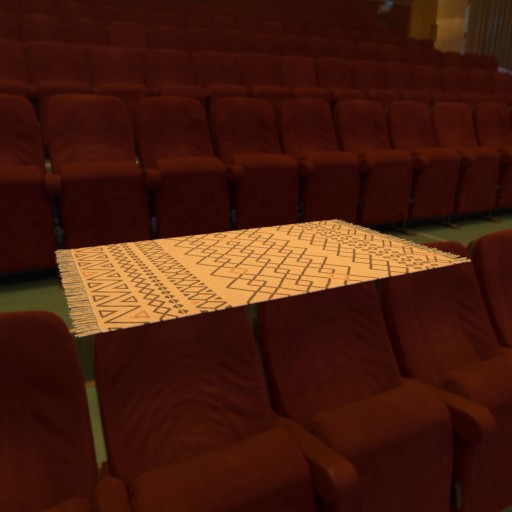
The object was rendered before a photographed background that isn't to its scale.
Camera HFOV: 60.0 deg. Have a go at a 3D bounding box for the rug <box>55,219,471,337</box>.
[{"bbox_3d":[0.000,0.000,2.486,2.023,0.028,1.224,-8,18,-26],"label":"rug"}]
